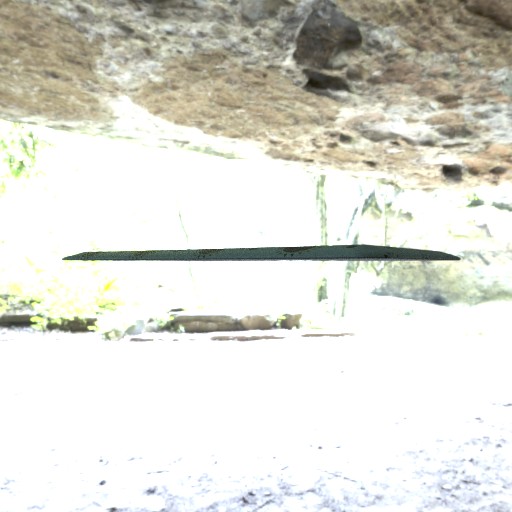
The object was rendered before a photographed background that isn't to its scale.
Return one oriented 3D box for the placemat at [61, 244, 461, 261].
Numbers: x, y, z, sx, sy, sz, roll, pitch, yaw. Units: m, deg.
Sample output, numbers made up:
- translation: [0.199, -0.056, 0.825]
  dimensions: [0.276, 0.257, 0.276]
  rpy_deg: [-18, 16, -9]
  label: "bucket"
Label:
- translation: [0.000, 0.000, 0.989]
  dimensions: [0.762, 0.021, 0.508]
  rpy_deg: [-1, -1, 36]
  label: "placemat"
